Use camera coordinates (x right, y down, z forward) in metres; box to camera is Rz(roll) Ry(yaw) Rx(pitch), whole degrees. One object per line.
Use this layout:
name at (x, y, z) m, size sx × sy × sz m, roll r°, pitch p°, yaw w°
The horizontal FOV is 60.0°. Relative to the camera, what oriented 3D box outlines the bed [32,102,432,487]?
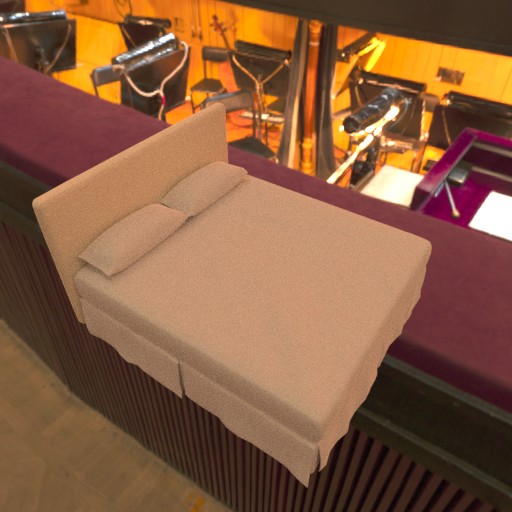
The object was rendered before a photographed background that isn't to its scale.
bed at (0.000, 0.000, 3.520) m, size 2.341 × 1.317 × 2.119 m, roll 24°, pitch 47°, yaw 25°
